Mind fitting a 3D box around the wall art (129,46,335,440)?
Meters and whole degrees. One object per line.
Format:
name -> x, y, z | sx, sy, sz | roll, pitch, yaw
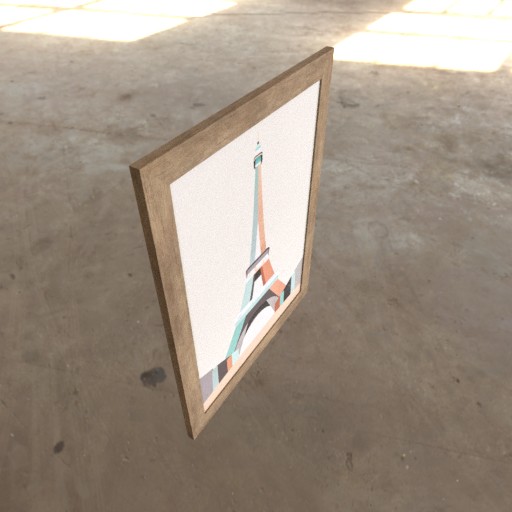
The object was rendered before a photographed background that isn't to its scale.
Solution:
wall art -> 0.000, 0.000, 0.921 | 0.018, 0.686, 0.534 | 23, 47, 24
